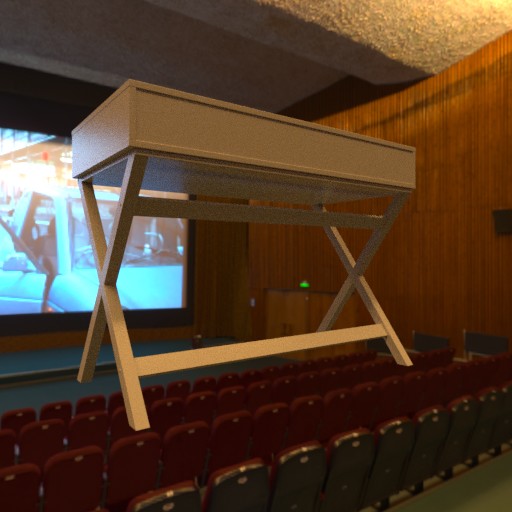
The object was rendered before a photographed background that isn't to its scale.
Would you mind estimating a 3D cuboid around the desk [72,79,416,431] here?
[{"bbox_3d":[0.000,0.000,1.492,1.059,0.780,0.509,0,0,-36],"label":"desk"}]
